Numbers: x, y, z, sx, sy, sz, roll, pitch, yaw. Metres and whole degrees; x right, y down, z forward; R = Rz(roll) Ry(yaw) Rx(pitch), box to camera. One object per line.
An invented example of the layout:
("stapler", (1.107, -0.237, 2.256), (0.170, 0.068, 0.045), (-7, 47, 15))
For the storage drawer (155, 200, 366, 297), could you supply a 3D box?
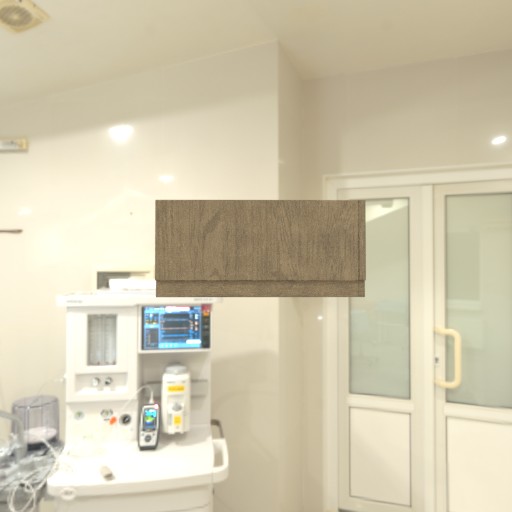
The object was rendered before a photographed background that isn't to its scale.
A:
("storage drawer", (0.000, 0.000, 2.278), (0.591, 0.274, 2.072), (0, -1, -1))
